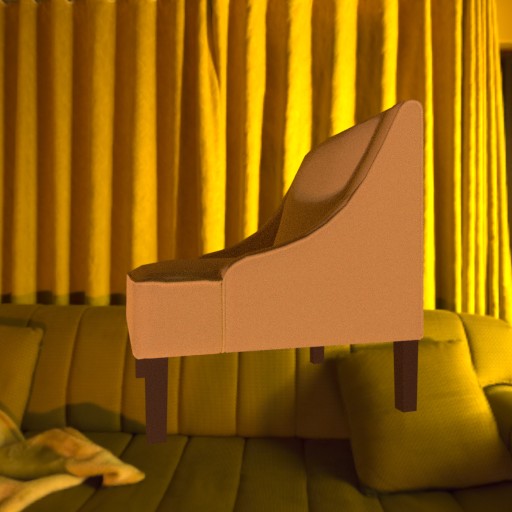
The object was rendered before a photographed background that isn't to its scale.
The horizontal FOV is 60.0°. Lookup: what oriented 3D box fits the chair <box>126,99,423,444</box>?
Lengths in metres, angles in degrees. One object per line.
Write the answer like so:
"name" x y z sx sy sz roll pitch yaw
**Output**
"chair" 0.000 0.000 1.454 0.806 0.886 0.689 0 0 -18
